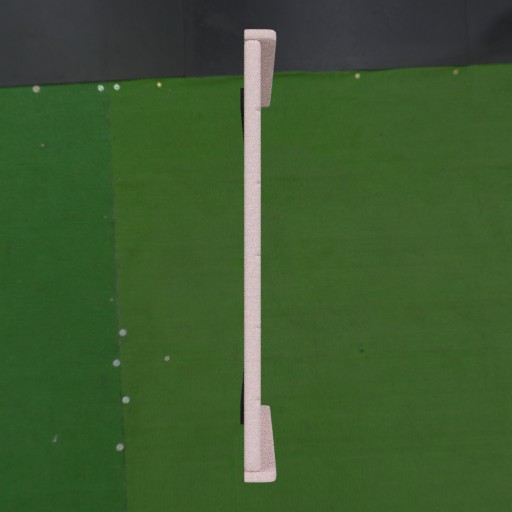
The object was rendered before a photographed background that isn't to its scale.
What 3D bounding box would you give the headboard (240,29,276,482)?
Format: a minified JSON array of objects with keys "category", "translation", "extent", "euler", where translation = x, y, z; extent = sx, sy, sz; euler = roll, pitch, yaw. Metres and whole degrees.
[{"category":"headboard","translation":[0.000,0.000,2.763],"extent":[0.184,1.524,2.051],"euler":[0,90,0]}]
